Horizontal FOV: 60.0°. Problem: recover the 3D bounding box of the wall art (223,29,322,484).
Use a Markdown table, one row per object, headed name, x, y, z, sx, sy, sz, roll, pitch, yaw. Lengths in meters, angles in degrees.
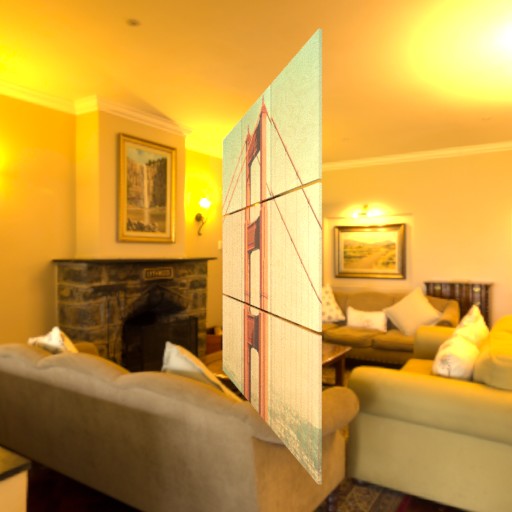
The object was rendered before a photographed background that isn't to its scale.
| name | x | y | z | sx | sy | sz | roll | pitch | yaw |
| --- | --- | --- | --- | --- | --- | --- | --- | --- | --- |
| wall art | 0.000 | 0.000 | 2.209 | 0.013 | 1.523 | 1.517 | 0 | 0 | -16 |
